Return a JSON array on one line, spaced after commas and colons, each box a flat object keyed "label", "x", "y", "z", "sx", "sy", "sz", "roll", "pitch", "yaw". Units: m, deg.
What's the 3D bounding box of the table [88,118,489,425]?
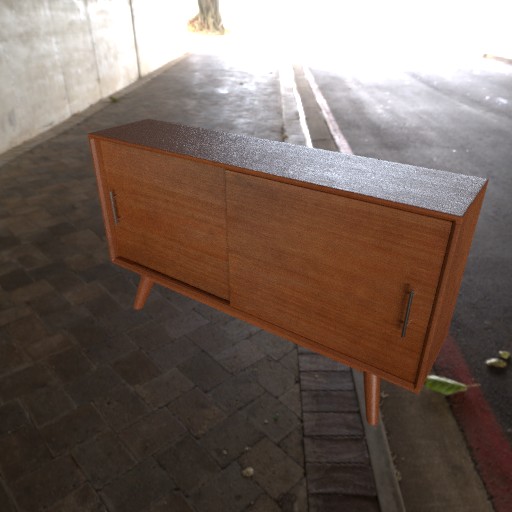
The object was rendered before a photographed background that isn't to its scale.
[{"label": "table", "x": 0.000, "y": 0.000, "z": 1.481, "sx": 1.220, "sy": 0.698, "sz": 0.308, "roll": 19, "pitch": 34, "yaw": 30}]
